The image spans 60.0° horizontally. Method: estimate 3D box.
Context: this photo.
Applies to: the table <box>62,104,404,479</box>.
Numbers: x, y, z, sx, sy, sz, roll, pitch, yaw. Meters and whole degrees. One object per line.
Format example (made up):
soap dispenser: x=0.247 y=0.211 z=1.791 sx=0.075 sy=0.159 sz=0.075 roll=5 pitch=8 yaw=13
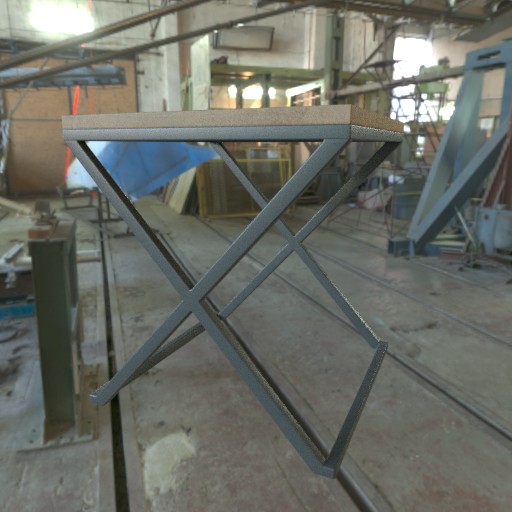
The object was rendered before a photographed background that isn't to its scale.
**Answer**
table: x=0.000 y=0.000 z=0.930 sx=0.498 sy=0.550 sz=0.499 roll=6 pitch=15 yaw=24
